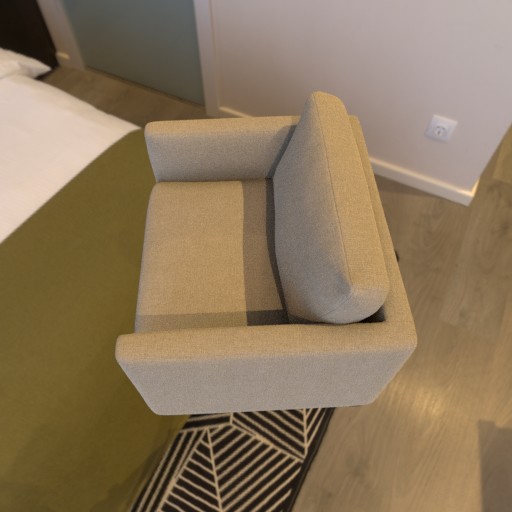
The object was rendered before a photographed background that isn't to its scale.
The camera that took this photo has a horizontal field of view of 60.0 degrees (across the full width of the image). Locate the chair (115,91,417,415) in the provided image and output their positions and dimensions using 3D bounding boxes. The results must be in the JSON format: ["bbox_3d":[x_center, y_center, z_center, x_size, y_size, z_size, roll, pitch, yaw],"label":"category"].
[{"bbox_3d":[0.000,0.000,1.844,0.959,0.963,1.107,-2,56,-2],"label":"chair"}]
